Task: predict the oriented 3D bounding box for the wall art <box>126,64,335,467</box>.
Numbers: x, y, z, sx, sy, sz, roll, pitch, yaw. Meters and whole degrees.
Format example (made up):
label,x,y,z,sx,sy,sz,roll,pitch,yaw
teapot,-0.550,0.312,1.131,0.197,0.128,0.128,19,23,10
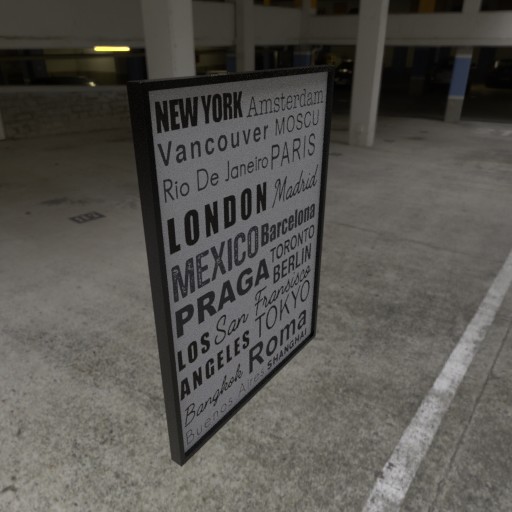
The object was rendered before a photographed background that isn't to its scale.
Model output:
label,x,y,z,sx,sy,sz,roll,pitch,yaw
wall art,0.000,0.000,1.358,0.043,1.046,0.788,18,31,32
